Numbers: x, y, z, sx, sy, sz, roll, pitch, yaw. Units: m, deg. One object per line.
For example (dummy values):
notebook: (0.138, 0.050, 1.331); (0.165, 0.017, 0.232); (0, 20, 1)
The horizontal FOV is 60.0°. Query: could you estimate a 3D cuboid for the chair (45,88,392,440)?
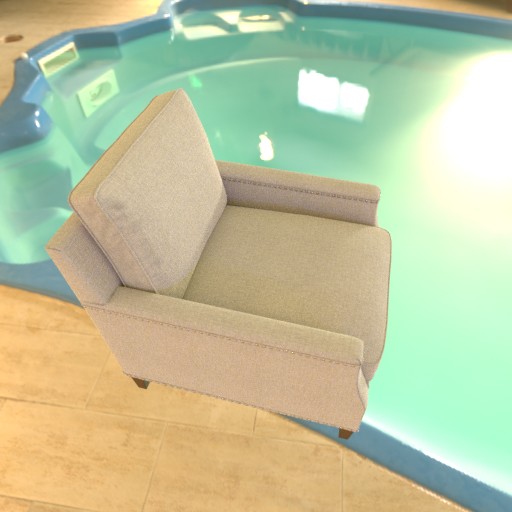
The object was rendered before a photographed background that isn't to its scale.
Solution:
chair: (0.000, 0.000, 1.665); (1.014, 0.943, 0.853); (11, 47, 10)
